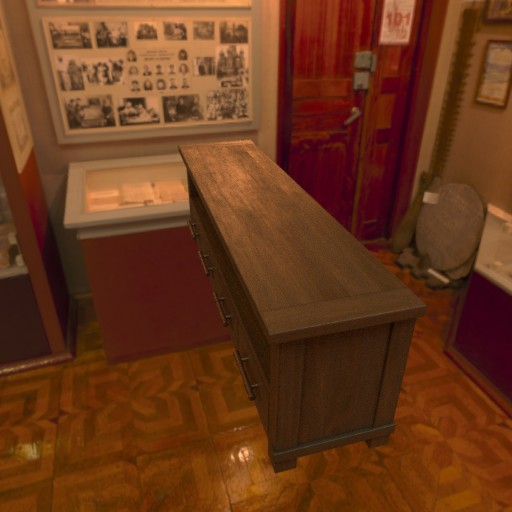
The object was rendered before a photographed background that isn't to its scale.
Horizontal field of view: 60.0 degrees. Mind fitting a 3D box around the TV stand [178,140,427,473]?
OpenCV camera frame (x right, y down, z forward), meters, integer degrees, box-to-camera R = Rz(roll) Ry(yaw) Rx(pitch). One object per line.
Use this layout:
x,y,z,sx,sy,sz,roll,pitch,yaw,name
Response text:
0.000,0.000,2.111,0.471,0.615,1.866,-8,30,-14,TV stand
